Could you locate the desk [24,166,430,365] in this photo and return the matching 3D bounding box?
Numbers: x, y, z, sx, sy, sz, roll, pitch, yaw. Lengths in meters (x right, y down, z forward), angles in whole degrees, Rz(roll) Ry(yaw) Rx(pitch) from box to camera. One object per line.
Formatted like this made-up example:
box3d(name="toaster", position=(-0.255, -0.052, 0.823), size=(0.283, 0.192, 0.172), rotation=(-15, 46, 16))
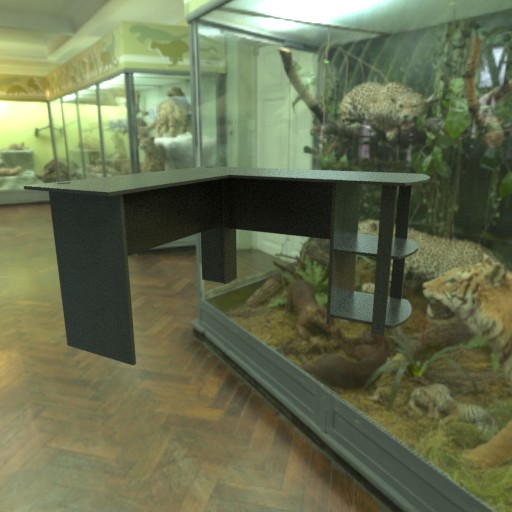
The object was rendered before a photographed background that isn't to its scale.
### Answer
box3d(name="desk", position=(0.000, 0.000, 2.072), size=(1.361, 0.716, 1.303), rotation=(8, 17, 27))
